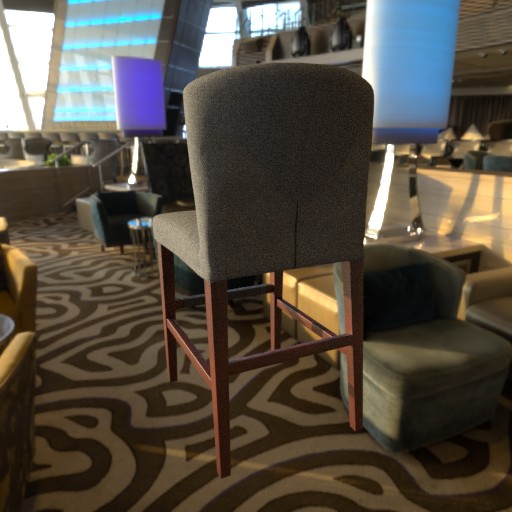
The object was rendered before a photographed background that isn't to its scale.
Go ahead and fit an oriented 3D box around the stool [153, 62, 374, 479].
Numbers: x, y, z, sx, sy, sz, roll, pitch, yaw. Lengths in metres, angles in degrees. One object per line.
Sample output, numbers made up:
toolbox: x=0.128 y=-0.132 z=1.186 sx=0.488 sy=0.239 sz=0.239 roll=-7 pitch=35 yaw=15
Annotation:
stool: x=0.000 y=0.000 z=1.283 sx=0.479 sy=0.968 sz=0.568 roll=-7 pitch=17 yaw=-25
